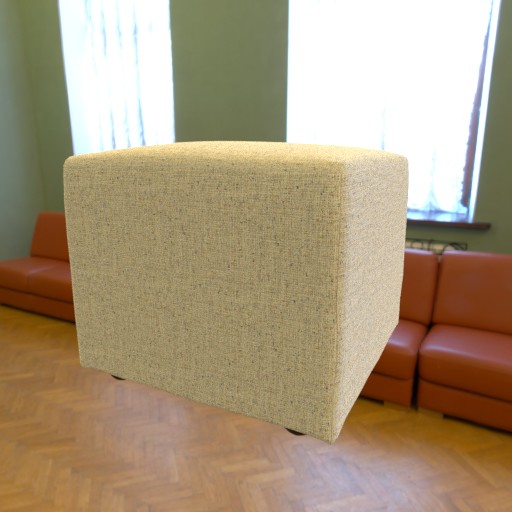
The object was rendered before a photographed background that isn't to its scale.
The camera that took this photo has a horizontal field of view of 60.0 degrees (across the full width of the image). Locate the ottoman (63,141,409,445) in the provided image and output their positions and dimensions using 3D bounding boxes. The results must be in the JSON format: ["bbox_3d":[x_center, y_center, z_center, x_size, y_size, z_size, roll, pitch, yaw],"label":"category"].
[{"bbox_3d":[0.000,0.000,0.907,0.512,0.453,0.521,7,15,27],"label":"ottoman"}]
